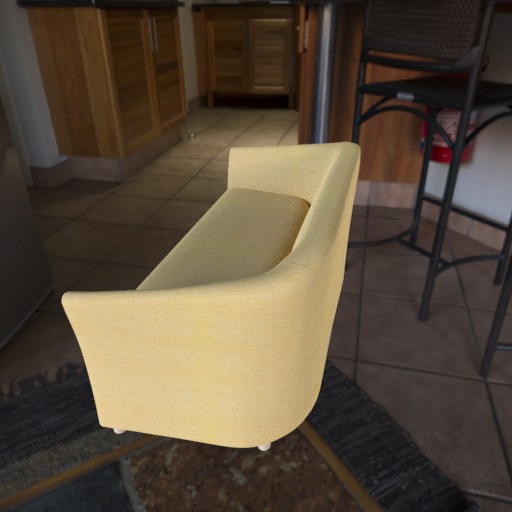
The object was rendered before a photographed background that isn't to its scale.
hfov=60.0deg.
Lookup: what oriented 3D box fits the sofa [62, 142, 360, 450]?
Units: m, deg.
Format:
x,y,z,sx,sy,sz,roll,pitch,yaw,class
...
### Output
x,y,z,sx,sy,sz,roll,pitch,yaw,class
0.000,0.000,1.822,0.705,0.721,1.452,8,31,14,sofa
